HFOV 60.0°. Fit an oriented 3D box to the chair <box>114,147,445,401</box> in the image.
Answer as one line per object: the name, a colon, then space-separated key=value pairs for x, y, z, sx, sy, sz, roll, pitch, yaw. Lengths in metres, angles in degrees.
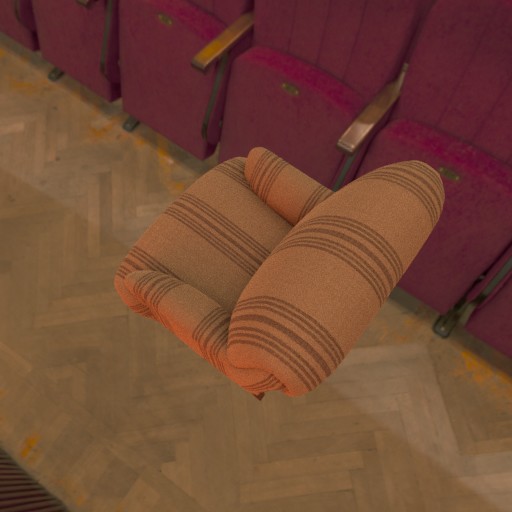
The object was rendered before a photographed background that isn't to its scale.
chair: x=0.000 y=0.000 z=1.618 sx=0.914 sy=0.940 sz=0.813 roll=35 pitch=68 yaw=16
